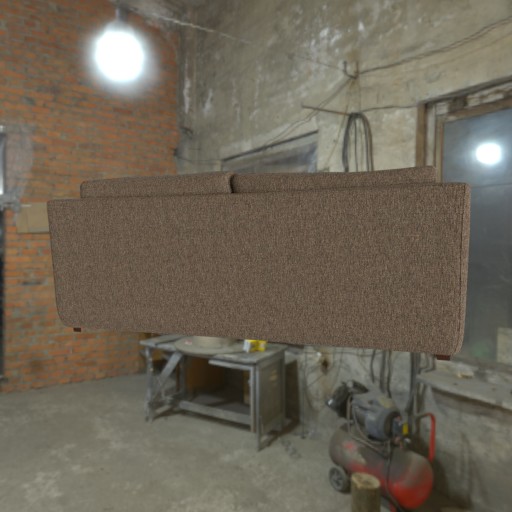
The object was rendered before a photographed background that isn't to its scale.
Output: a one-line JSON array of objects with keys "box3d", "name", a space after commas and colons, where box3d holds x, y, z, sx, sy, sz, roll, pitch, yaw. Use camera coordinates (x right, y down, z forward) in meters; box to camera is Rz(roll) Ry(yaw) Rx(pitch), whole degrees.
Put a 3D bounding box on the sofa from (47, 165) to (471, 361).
[{"box3d": [0.000, 0.000, 2.877, 2.418, 0.998, 1.103, 0, 1, 19], "name": "sofa"}]
